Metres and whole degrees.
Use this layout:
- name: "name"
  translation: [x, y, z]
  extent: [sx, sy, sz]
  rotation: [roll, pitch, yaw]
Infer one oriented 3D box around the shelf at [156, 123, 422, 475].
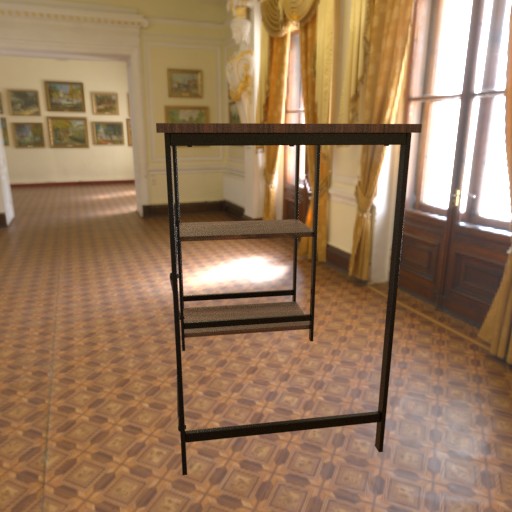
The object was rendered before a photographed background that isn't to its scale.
- name: "shelf"
  translation: [0.000, 0.000, 1.338]
  extent: [0.498, 0.750, 0.902]
  rotation: [-2, 16, -9]
